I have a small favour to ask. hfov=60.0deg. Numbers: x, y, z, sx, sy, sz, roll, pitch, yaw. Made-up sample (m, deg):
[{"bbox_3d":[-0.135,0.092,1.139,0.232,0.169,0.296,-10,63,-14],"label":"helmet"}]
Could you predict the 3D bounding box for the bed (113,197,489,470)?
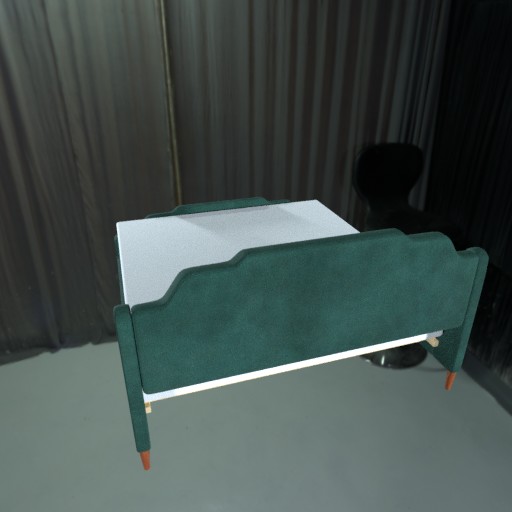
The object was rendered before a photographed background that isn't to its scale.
[{"bbox_3d":[0.000,0.000,3.416,2.074,1.245,2.340,-8,28,-16],"label":"bed"}]
